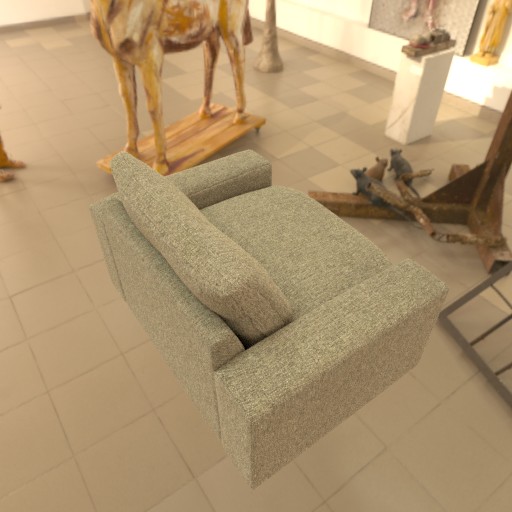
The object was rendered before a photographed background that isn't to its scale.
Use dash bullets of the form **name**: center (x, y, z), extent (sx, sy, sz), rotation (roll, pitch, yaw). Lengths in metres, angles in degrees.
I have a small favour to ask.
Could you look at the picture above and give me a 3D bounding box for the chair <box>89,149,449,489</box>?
- **chair**: center (0.000, 0.000, 2.049), extent (1.039, 0.915, 1.398), rotation (-26, 48, -26)
